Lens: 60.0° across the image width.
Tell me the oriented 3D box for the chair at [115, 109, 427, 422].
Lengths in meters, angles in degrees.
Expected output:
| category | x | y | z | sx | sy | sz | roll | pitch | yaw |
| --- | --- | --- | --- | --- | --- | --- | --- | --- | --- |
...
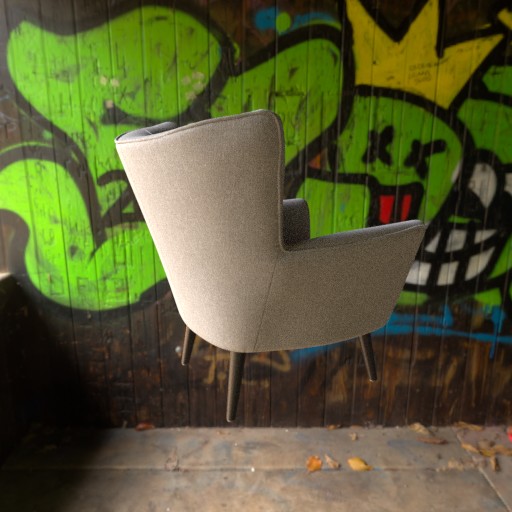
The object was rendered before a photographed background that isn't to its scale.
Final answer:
| category | x | y | z | sx | sy | sz | roll | pitch | yaw |
| --- | --- | --- | --- | --- | --- | --- | --- | --- | --- |
| chair | 0.000 | 0.000 | 1.569 | 0.888 | 0.933 | 0.781 | -8 | 16 | -28 |
